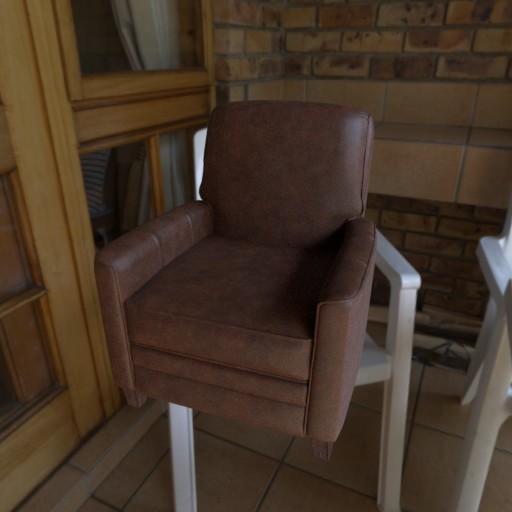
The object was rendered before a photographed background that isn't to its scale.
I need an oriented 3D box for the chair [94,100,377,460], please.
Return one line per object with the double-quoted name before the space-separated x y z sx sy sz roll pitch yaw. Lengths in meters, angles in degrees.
"chair" 0.000 0.000 1.622 0.839 1.010 0.850 8 26 17
